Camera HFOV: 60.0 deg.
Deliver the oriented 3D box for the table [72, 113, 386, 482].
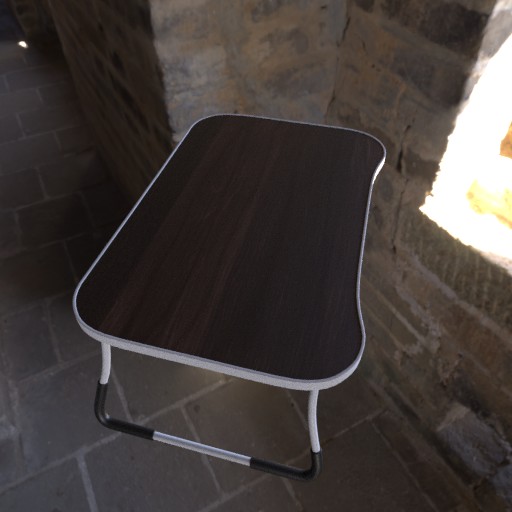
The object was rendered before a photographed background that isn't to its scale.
[{"bbox_3d":[0.000,0.000,0.825,0.400,0.232,0.660,11,47,10],"label":"table"}]
